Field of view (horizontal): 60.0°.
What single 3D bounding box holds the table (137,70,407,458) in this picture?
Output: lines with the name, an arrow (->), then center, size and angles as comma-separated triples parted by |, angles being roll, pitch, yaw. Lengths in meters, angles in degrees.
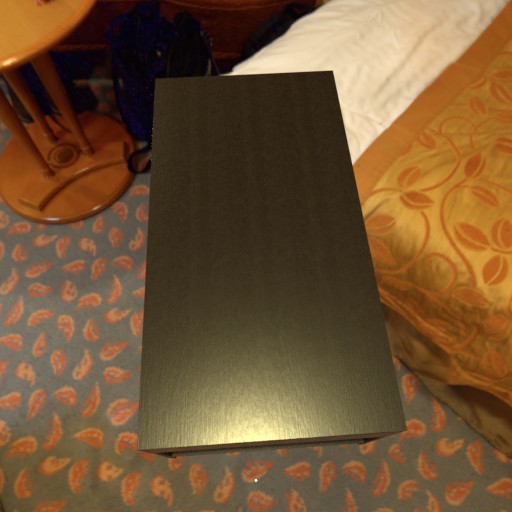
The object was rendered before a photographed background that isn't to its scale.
table -> 0.000, 0.000, 1.377 | 0.574, 0.435, 1.095 | -3, 63, -2
